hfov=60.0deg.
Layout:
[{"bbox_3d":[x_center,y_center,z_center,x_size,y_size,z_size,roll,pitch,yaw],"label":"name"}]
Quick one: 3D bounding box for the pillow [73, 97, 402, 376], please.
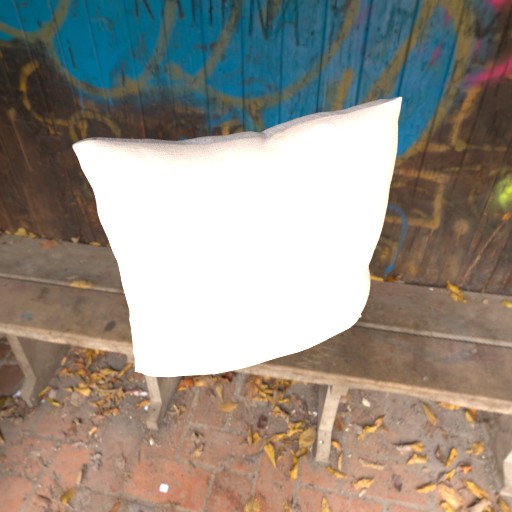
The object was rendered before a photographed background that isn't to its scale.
[{"bbox_3d":[0.000,0.000,0.698,0.450,0.448,0.245,-12,42,-13],"label":"pillow"}]
